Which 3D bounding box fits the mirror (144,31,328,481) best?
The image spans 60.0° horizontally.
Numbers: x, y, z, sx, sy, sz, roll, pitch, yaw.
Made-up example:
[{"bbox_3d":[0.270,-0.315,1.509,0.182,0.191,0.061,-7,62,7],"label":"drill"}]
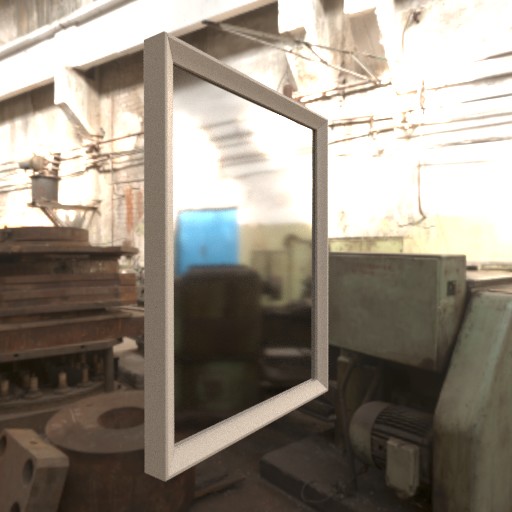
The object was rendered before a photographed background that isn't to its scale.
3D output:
[{"bbox_3d":[0.000,0.000,0.676,0.041,0.509,0.406,0,1,36],"label":"mirror"}]
